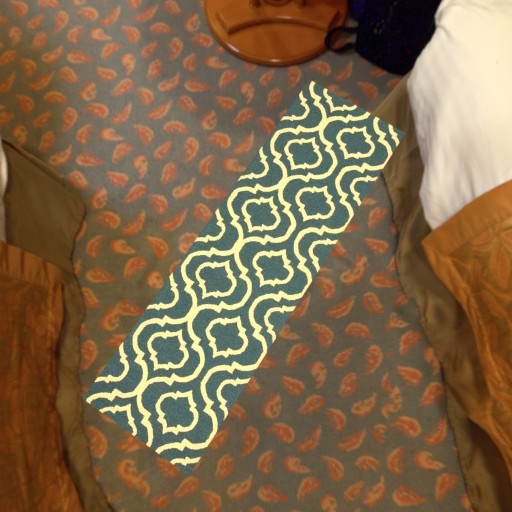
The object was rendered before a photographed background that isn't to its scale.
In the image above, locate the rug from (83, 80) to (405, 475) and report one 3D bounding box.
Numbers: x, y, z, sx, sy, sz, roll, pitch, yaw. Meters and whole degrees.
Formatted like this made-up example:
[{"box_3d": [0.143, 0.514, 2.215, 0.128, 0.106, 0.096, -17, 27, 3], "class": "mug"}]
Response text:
[{"box_3d": [0.000, 0.000, 2.527, 0.685, 0.006, 2.296, 32, 78, 8], "class": "rug"}]
